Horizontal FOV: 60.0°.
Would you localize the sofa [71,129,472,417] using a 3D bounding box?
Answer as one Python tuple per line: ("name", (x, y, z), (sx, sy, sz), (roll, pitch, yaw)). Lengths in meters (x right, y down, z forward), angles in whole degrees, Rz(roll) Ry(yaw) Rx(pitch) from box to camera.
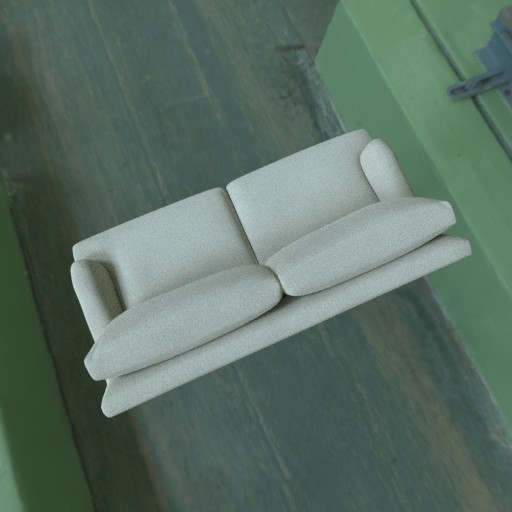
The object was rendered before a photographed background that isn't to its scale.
("sofa", (0.000, 0.000, 2.689), (2.070, 0.997, 1.091), (-23, 75, -6))
